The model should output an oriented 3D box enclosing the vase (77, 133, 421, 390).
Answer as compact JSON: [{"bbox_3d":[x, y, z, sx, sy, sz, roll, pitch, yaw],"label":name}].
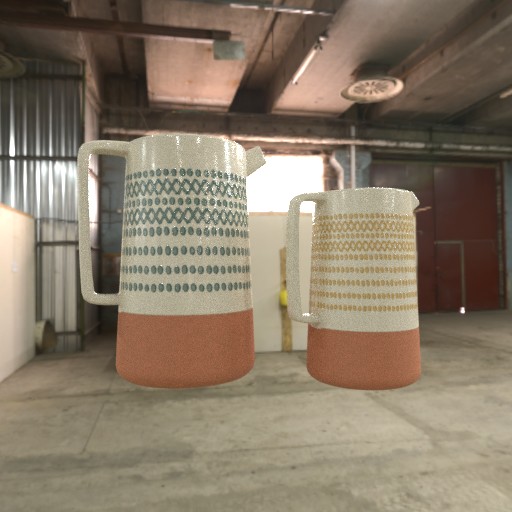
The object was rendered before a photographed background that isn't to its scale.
[{"bbox_3d":[0.000,0.000,0.457,0.326,0.247,0.168,0,-1,17],"label":"vase"}]
